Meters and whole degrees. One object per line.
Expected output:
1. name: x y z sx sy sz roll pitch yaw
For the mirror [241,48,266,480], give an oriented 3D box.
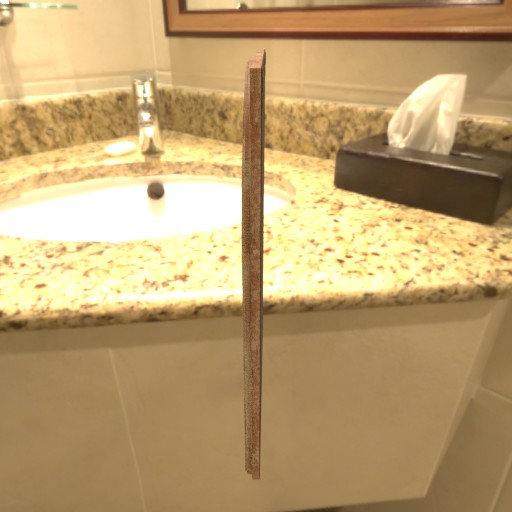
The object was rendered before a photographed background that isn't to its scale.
1. mirror: 0.000 0.000 0.952 0.058 0.787 0.495 1 28 1
